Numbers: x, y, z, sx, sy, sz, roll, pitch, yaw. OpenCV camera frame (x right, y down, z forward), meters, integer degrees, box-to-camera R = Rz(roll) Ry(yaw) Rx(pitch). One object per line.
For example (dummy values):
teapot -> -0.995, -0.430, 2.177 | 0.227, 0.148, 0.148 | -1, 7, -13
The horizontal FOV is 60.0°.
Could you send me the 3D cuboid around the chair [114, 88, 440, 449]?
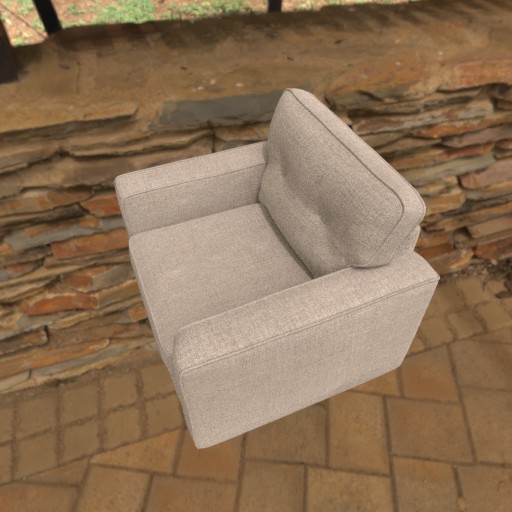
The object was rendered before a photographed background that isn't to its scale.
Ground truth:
chair -> 0.000, 0.000, 1.779 | 0.939, 0.965, 1.015 | -17, 49, -16
